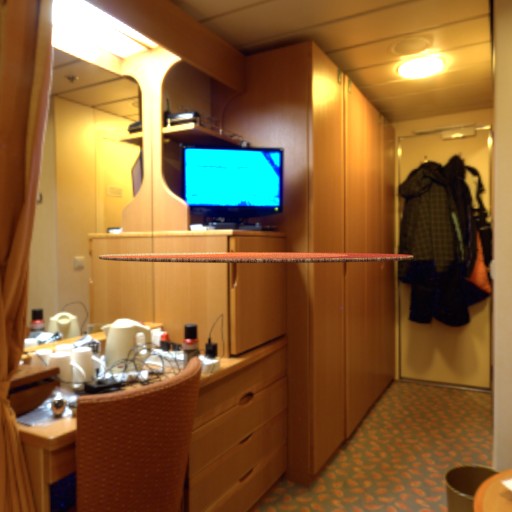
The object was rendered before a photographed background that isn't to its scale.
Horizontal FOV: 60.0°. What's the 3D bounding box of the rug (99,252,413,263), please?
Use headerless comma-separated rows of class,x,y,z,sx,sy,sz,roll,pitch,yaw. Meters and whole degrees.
rug,0.000,0.000,2.262,1.514,0.015,1.514,0,1,0
